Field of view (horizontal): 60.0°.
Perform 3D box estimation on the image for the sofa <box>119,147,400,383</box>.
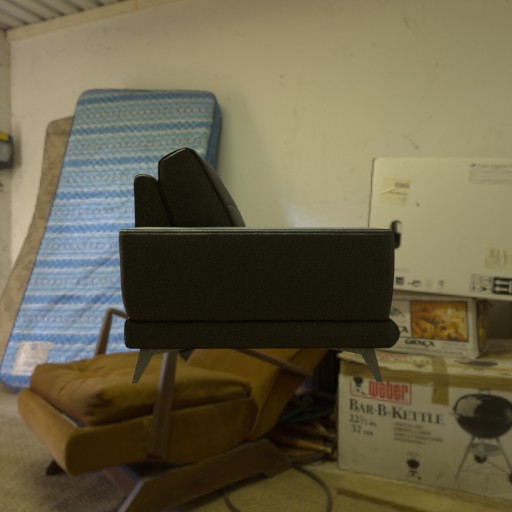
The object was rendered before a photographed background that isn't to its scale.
[{"bbox_3d":[0.000,0.000,2.443,1.018,0.907,1.806,0,1,-1],"label":"sofa"}]
